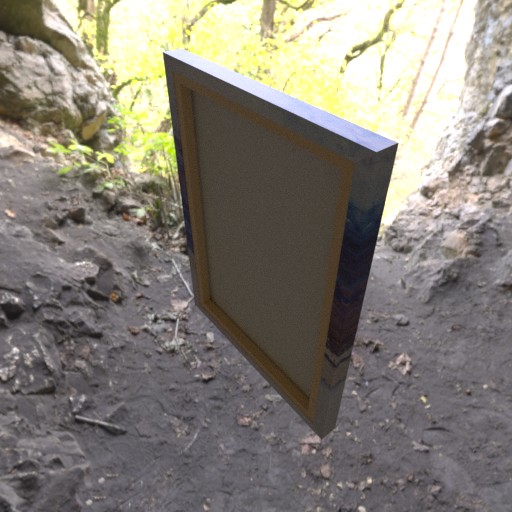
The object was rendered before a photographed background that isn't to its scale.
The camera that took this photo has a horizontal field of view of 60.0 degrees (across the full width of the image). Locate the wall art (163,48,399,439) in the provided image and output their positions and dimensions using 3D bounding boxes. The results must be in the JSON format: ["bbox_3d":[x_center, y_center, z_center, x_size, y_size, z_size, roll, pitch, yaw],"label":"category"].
[{"bbox_3d":[0.000,0.000,0.772,0.036,0.581,0.437,-27,47,-28],"label":"wall art"}]
